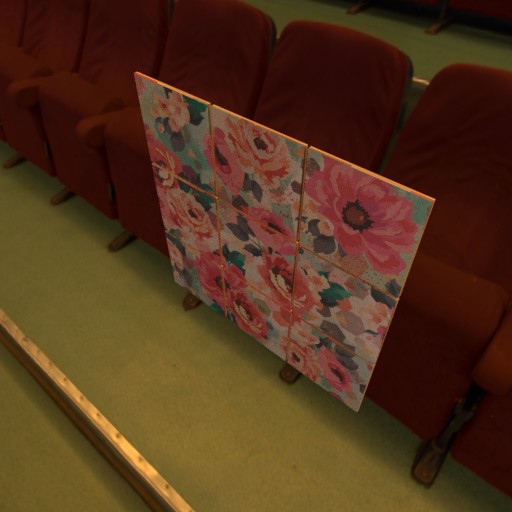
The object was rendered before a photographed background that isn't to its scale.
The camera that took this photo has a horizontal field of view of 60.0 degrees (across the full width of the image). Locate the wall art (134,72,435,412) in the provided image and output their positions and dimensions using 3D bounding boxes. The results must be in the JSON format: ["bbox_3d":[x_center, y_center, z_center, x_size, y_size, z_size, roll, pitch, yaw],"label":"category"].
[{"bbox_3d":[0.000,0.000,1.395,0.911,0.910,0.012,31,53,27],"label":"wall art"}]
